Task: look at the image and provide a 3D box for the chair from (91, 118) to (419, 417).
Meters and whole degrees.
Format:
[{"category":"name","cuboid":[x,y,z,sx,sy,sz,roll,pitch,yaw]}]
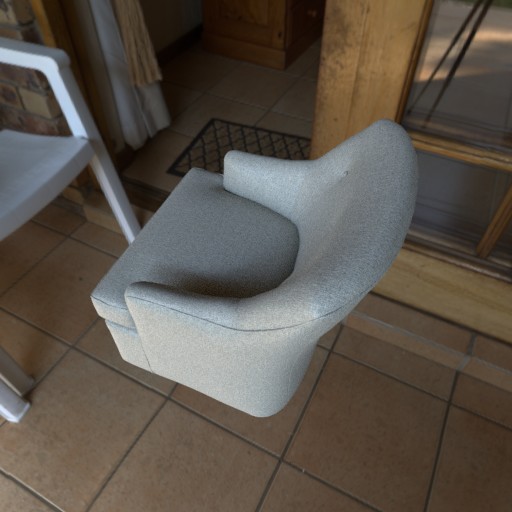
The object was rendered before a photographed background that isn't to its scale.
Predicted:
[{"category":"chair","cuboid":[0.000,0.000,1.595,0.923,0.856,0.864,16,50,14]}]
